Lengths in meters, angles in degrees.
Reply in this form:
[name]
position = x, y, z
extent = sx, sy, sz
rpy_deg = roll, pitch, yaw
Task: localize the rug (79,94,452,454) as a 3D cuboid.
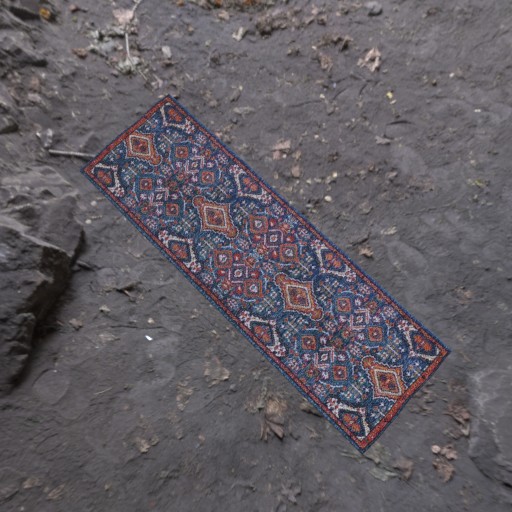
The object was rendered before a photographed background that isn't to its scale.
[rug]
position = 0.000, 0.000, 2.742
extent = 2.459, 0.010, 0.801
rpy_deg = 44, 80, 10
